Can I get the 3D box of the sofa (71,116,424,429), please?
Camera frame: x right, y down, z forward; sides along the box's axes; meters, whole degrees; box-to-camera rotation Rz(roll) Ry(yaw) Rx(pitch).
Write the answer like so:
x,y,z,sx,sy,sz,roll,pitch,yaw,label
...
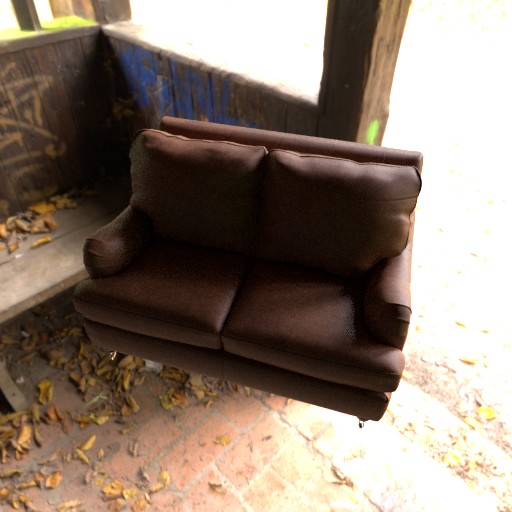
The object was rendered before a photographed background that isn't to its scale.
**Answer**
x,y,z,sx,sy,sz,roll,pitch,yaw,label
0.000,0.000,2.240,1.527,1.004,1.077,11,43,13,sofa
